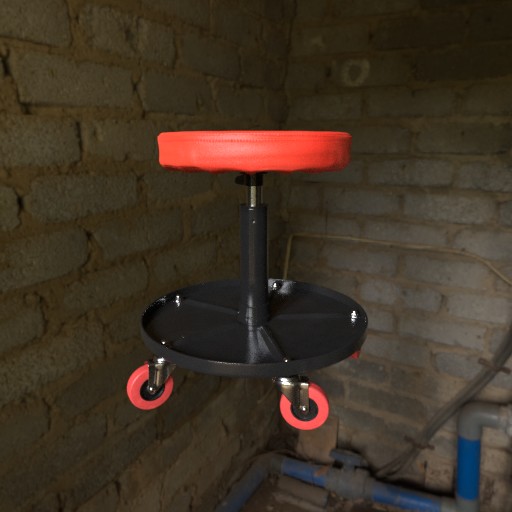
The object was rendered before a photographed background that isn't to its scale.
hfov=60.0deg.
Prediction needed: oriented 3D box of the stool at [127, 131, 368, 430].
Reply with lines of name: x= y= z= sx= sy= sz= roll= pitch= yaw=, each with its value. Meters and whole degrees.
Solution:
stool: x=0.000 y=0.000 z=0.683 sx=0.381 sy=0.365 sz=0.382 roll=-2 pitch=14 yaw=-8
